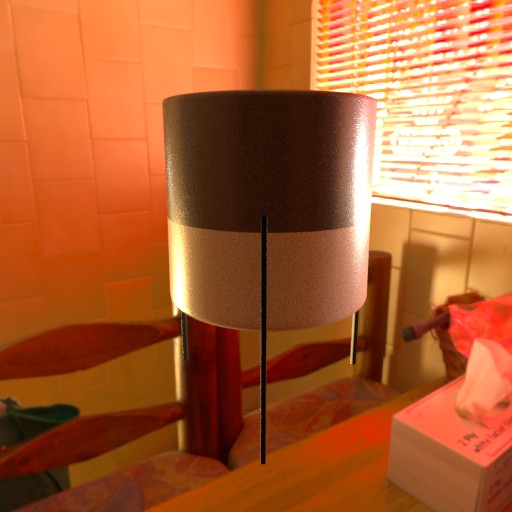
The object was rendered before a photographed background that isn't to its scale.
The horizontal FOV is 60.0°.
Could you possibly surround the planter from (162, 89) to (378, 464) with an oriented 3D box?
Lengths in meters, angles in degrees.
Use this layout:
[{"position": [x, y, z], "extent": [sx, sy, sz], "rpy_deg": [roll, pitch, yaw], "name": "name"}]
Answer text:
[{"position": [0.000, 0.000, 0.532], "extent": [0.260, 0.353, 0.250], "rpy_deg": [7, 16, 25], "name": "planter"}]
